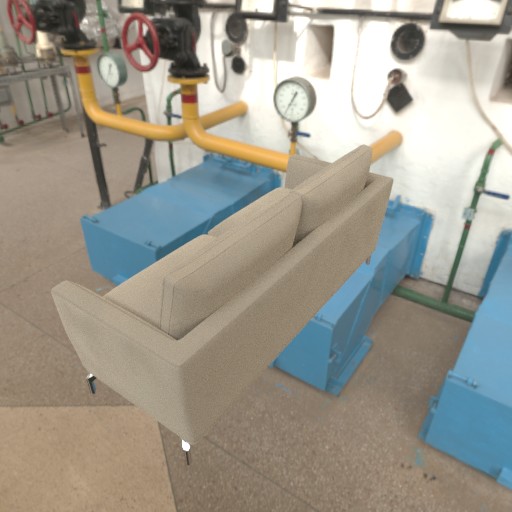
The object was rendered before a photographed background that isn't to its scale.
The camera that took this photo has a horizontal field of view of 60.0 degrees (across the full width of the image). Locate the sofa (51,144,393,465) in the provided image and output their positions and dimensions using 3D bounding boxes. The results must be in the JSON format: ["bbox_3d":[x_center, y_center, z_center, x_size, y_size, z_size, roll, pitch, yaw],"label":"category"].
[{"bbox_3d":[0.000,0.000,2.769,0.868,1.005,2.214,21,39,29],"label":"sofa"}]
